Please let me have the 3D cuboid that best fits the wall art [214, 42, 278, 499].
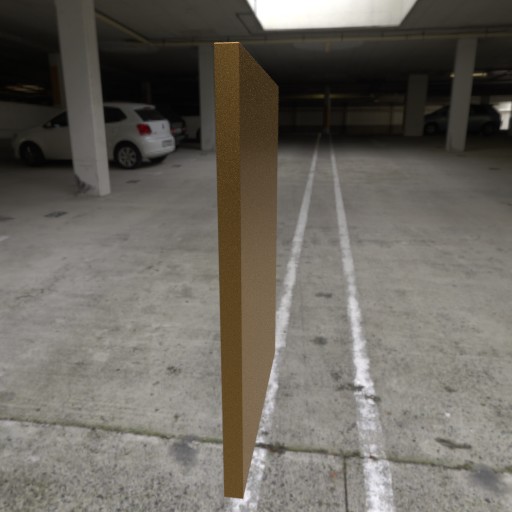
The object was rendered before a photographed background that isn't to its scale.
[{"bbox_3d":[0.000,0.000,1.047,0.038,0.812,0.610,2,15,8],"label":"wall art"}]
